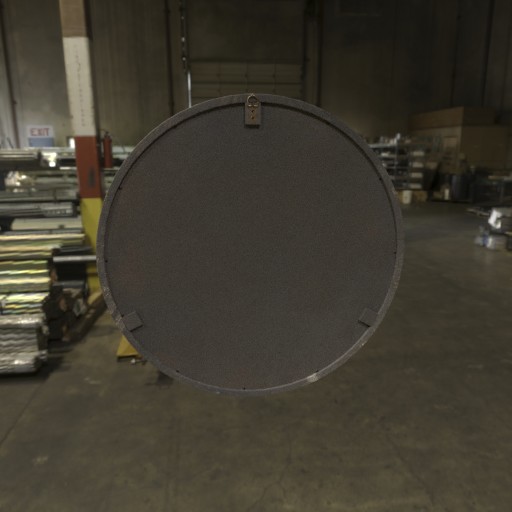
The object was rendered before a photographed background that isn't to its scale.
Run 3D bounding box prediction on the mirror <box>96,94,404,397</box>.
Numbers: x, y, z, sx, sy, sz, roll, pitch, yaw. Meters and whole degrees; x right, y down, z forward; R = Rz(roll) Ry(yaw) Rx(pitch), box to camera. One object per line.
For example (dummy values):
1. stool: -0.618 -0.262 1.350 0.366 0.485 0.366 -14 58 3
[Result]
1. mirror: 0.000 0.000 1.032 0.710 0.710 0.038 -2 14 -7
